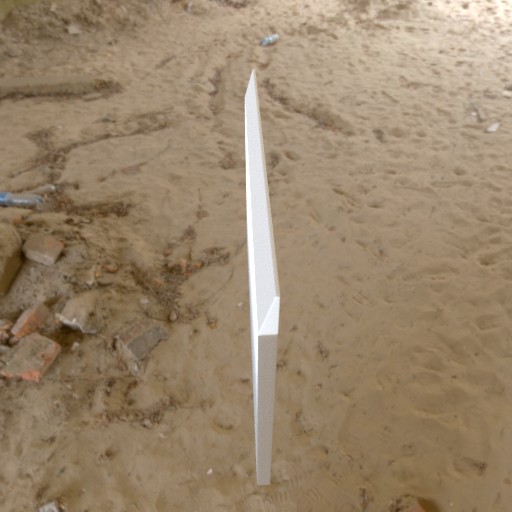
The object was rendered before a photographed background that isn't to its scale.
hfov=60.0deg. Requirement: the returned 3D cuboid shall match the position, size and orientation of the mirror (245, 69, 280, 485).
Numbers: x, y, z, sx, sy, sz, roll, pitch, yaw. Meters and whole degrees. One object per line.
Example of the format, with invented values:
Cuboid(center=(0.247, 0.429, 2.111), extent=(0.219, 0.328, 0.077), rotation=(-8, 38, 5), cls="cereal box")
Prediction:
Cuboid(center=(0.000, 0.000, 1.128), extent=(0.030, 0.630, 0.870), rotation=(-2, 42, -2), cls="mirror")
